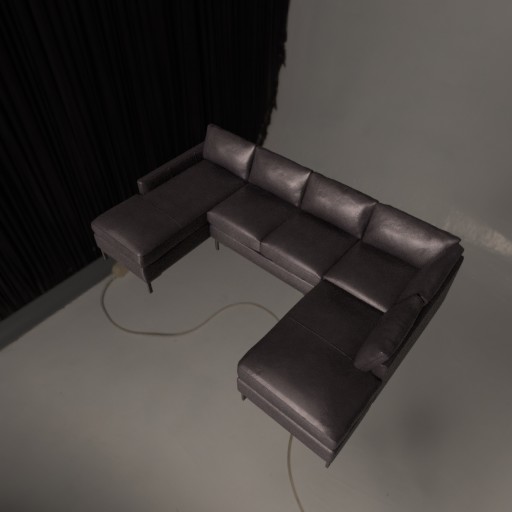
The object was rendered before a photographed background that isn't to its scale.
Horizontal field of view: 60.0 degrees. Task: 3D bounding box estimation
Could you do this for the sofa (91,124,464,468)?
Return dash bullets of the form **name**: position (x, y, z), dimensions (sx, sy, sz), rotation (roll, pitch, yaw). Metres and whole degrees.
- **sofa**: position (0.000, 0.000, 3.944), dimensions (2.956, 0.900, 1.939), rotation (31, 53, 27)
